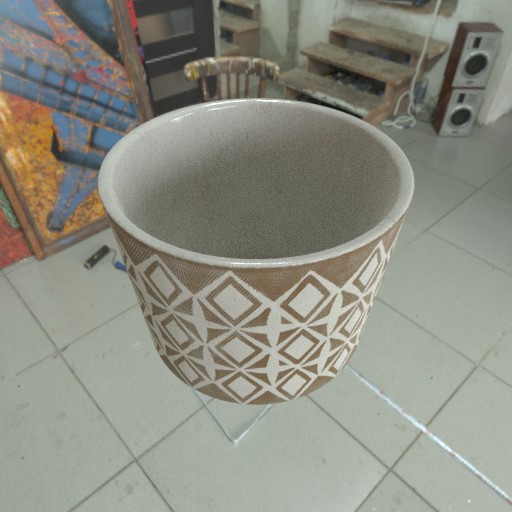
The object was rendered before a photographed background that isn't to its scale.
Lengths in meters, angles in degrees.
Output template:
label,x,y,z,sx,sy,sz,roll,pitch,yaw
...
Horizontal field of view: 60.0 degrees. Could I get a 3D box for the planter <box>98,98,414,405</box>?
label,x,y,z,sx,sy,sz,roll,pitch,yaw
planter,0.000,0.000,0.450,0.260,0.220,0.260,0,42,0
